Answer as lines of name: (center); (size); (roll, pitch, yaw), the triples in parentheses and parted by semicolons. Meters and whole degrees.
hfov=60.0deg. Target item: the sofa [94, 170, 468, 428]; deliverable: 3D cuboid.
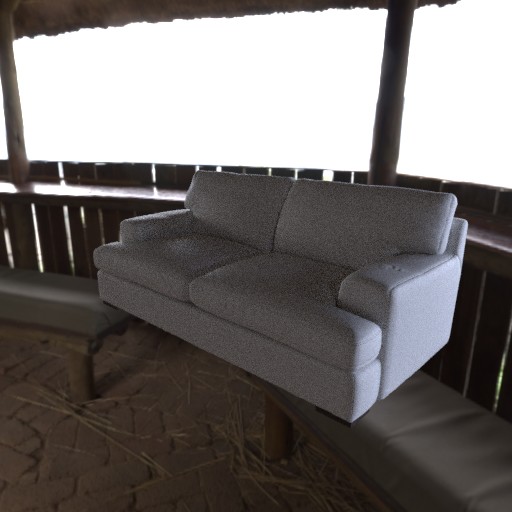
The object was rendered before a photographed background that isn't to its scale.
sofa: (0.000, 0.000, 2.847); (2.261, 0.940, 1.143); (14, 21, 41)
